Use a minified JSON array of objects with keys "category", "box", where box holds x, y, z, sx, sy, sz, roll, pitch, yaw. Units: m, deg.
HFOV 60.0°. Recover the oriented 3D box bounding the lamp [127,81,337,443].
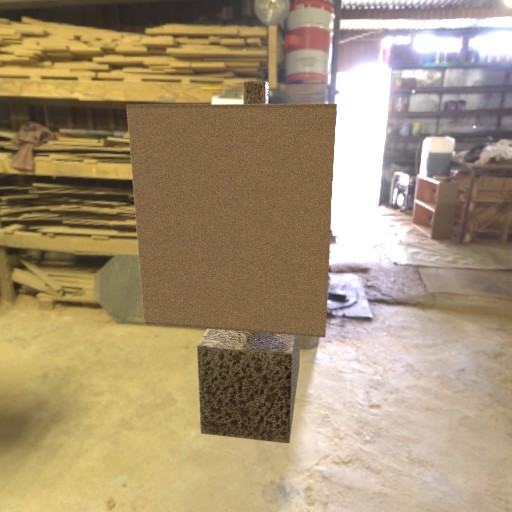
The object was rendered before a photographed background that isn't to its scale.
[{"category":"lamp","box":[0.000,0.000,0.561,0.180,0.411,0.294,3,17,9]}]
